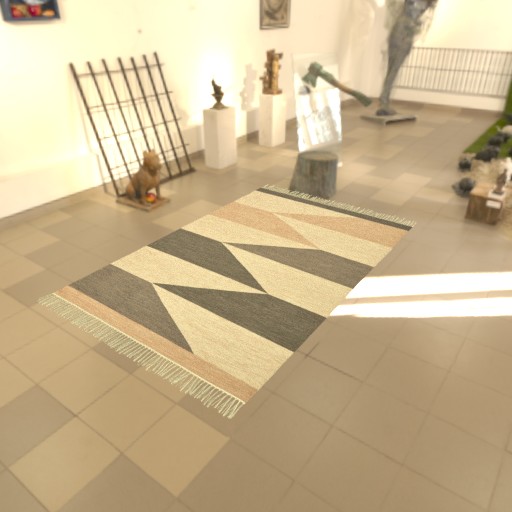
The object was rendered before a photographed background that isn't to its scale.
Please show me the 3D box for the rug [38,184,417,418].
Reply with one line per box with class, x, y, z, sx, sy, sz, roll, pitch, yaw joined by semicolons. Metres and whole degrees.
rug;0.000;0.000;2.579;1.224;0.027;2.021;20;35;31
